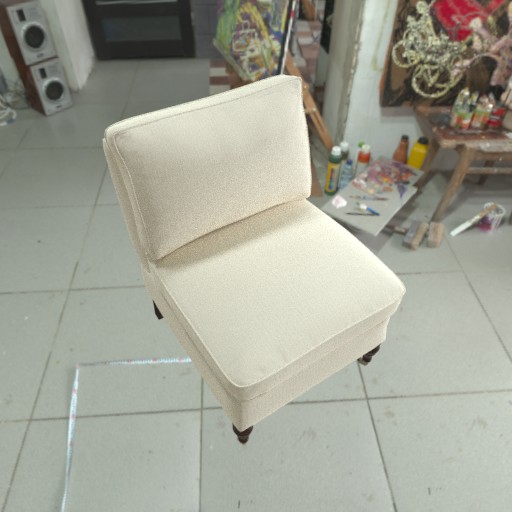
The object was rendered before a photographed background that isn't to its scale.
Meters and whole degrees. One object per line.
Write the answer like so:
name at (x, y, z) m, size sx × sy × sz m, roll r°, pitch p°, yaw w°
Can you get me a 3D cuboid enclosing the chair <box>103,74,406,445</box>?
chair at (0.000, 0.000, 1.429) m, size 0.630 × 0.887 × 0.781 m, roll -25°, pitch 50°, yaw -23°
